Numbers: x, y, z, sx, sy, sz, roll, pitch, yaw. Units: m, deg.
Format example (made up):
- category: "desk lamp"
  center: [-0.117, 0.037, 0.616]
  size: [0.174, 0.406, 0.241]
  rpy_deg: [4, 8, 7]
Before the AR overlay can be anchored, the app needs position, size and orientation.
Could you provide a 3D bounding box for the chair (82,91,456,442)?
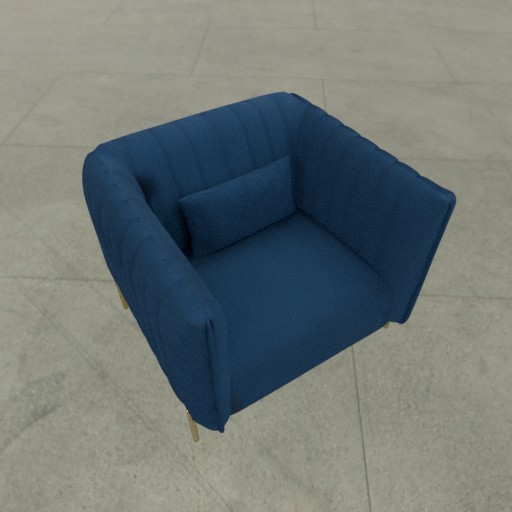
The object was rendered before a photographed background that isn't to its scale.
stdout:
- category: "chair"
  center: [0.000, 0.000, 1.634]
  size: [0.947, 0.793, 0.877]
  rpy_deg: [-24, 50, -22]
